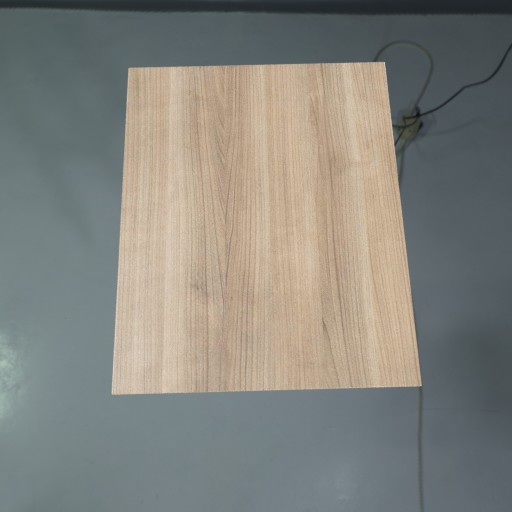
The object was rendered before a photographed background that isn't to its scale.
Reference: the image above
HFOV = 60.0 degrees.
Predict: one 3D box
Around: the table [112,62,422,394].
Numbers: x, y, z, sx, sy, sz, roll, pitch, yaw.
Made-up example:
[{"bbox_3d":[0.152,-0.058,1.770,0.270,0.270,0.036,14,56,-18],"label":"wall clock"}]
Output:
[{"bbox_3d":[0.000,0.000,0.800,0.380,0.460,0.445,-1,76,0],"label":"table"}]
